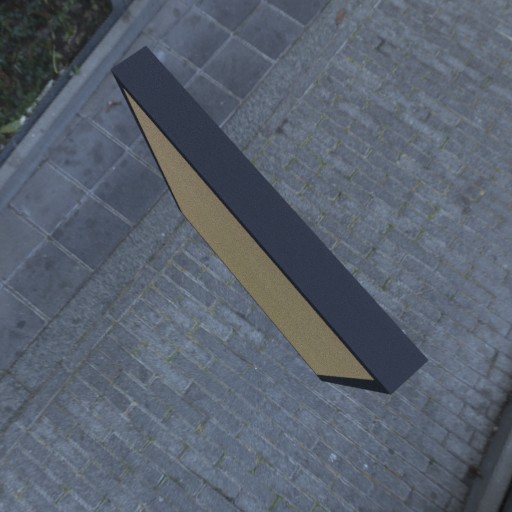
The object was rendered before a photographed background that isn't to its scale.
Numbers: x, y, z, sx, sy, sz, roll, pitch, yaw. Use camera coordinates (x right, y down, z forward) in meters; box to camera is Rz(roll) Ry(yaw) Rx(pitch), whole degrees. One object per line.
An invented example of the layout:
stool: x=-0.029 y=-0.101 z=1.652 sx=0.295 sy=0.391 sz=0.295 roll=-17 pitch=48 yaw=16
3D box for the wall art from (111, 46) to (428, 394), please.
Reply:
wall art: x=0.000 y=0.000 z=0.456 sx=0.033 sy=0.304 sz=0.305 roll=-39 pitch=79 yaw=-9
